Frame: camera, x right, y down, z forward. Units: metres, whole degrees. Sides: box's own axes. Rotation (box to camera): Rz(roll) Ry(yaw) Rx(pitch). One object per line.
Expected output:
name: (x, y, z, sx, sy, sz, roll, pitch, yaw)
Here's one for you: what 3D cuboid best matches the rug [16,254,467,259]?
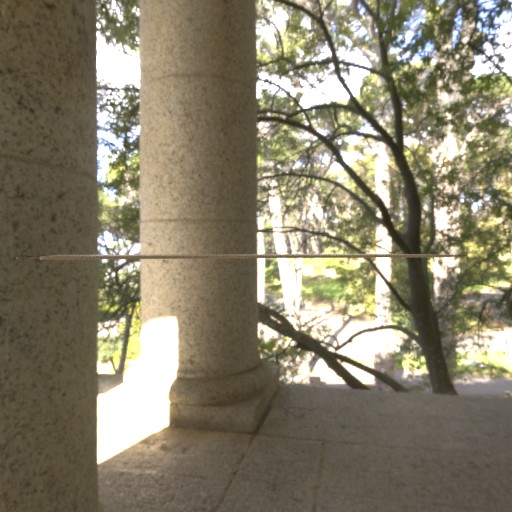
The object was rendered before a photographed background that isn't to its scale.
rug: (0.000, 0.000, 2.635, 2.438, 0.021, 0.729, 0, 1, -18)
